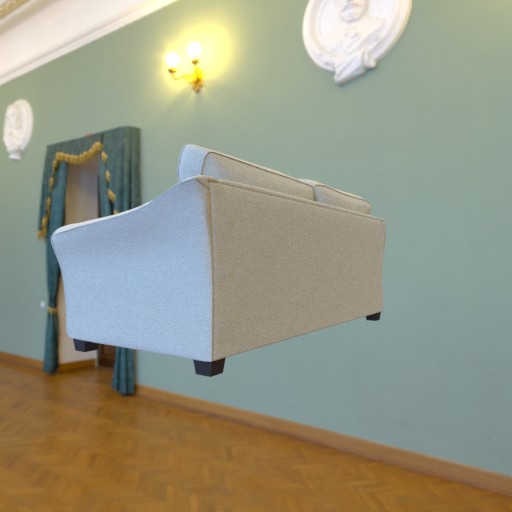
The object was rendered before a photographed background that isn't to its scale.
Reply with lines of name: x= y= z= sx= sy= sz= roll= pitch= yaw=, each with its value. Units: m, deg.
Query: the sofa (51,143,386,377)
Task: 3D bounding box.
sofa: x=0.000 y=0.000 z=2.818 sx=0.980 sy=0.965 sz=2.270 roll=0 pitch=-1 yaw=34
